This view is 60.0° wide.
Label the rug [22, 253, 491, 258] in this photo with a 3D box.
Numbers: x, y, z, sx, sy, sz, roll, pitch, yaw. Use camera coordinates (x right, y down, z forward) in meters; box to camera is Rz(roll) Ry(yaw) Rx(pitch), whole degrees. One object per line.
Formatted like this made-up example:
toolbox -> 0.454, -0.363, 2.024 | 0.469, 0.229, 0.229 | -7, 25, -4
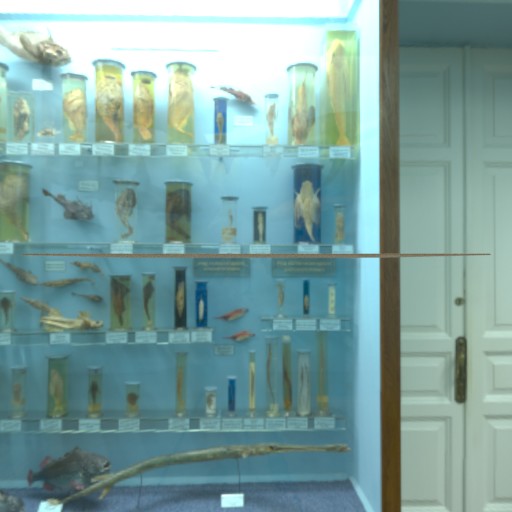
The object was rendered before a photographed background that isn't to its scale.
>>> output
rug -> 0.000, 0.000, 4.099 | 3.048, 0.014, 2.438 | 0, -1, 0
